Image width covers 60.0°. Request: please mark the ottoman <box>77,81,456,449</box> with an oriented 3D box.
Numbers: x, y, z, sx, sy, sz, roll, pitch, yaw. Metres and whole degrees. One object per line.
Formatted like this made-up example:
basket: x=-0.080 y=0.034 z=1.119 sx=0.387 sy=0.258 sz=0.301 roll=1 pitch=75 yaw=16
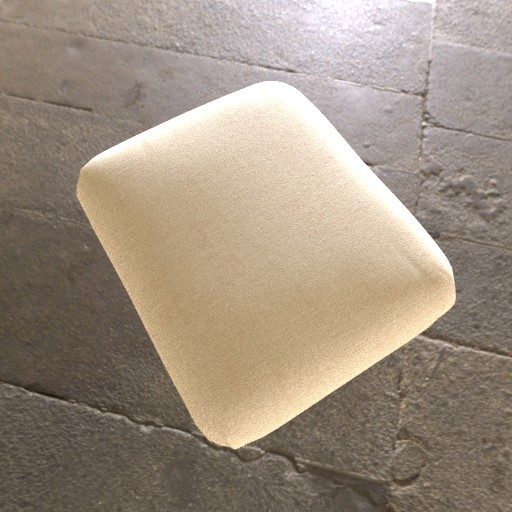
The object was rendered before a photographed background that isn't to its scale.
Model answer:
ottoman: x=0.000 y=0.000 z=1.114 sx=0.622 sy=0.450 sz=0.747 roll=-29 pitch=67 yaw=-13
